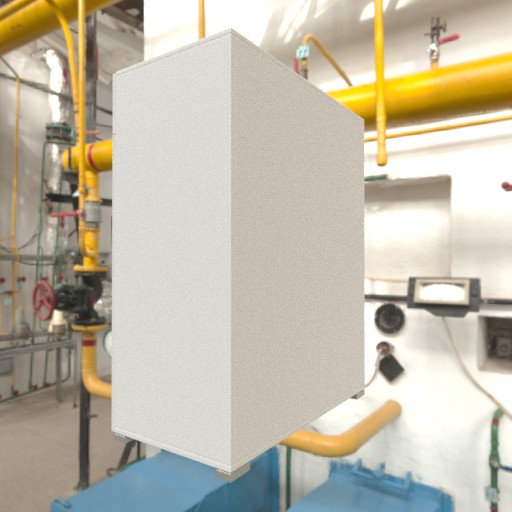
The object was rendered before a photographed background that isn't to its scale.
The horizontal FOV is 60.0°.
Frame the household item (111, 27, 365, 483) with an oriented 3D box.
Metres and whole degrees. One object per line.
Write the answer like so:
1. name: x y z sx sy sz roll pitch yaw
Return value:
1. household item: 0.000 0.000 1.426 0.420 1.010 0.790 0 -1 35
